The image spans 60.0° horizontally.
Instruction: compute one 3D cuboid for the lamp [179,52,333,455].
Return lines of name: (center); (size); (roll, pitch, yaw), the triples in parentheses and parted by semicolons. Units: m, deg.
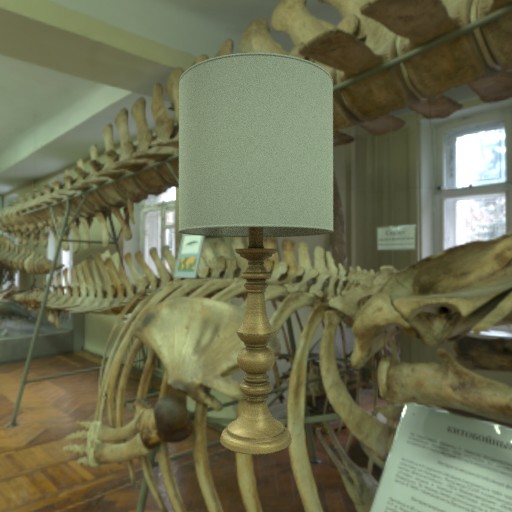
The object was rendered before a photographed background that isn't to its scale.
lamp: (0.000, 0.000, 0.726); (0.250, 0.597, 0.250); (0, -1, 17)
